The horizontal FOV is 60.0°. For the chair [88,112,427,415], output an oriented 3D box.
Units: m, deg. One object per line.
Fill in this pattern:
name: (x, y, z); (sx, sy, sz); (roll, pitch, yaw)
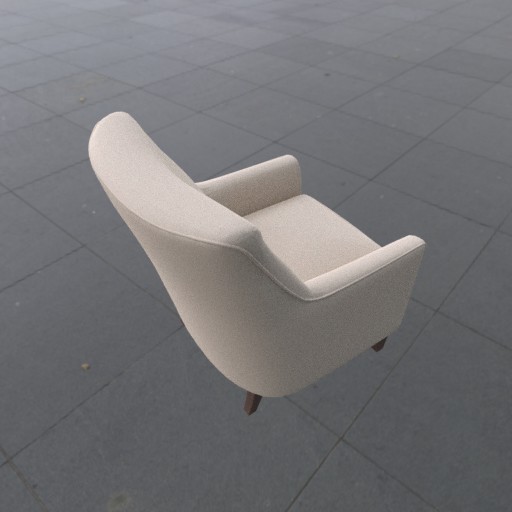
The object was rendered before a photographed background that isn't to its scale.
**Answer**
chair: (0.000, 0.000, 1.540); (0.879, 0.916, 0.756); (-24, 46, -25)
